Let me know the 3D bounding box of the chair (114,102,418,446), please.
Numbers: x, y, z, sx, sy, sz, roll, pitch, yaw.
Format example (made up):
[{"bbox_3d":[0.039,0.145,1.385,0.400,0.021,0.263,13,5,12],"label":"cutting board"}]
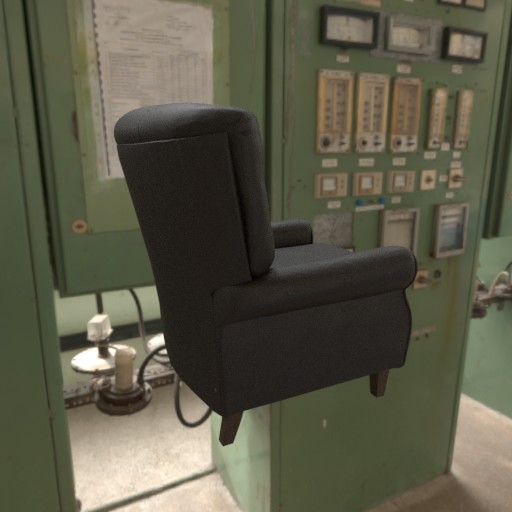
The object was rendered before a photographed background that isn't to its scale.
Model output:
[{"bbox_3d":[0.000,0.000,1.846,1.058,1.158,0.948,-7,16,-26],"label":"chair"}]
